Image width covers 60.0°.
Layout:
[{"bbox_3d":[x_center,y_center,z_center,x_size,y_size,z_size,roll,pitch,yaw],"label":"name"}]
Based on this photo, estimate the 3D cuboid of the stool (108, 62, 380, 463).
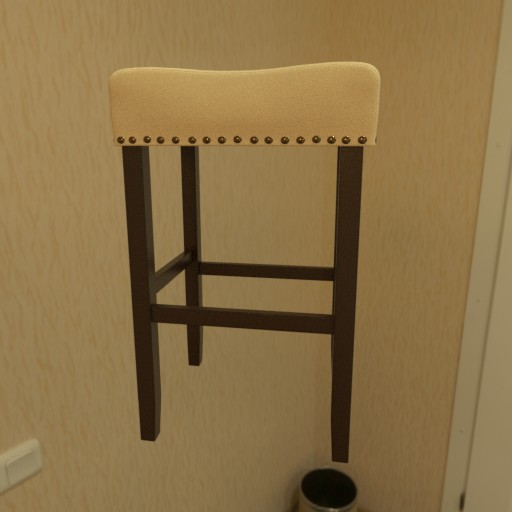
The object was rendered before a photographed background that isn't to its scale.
[{"bbox_3d":[0.000,0.000,1.016,0.471,0.762,0.401,2,15,9],"label":"stool"}]
